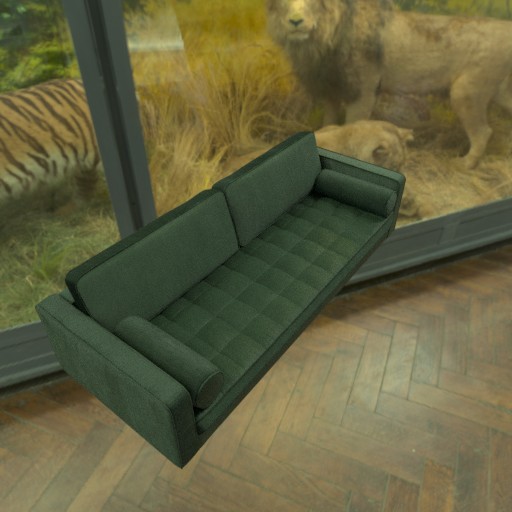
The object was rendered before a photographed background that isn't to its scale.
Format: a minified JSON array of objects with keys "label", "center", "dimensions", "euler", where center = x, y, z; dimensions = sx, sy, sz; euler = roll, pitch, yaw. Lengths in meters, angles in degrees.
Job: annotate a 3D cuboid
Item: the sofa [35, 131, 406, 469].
[{"label":"sofa","center":[0.000,0.000,2.606],"dimensions":[0.918,0.769,2.199],"euler":[26,46,28]}]
